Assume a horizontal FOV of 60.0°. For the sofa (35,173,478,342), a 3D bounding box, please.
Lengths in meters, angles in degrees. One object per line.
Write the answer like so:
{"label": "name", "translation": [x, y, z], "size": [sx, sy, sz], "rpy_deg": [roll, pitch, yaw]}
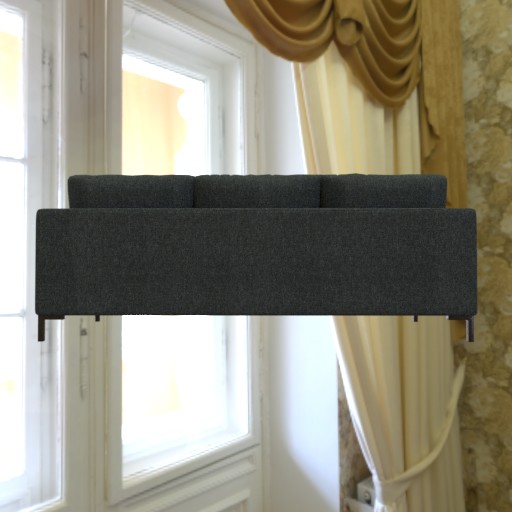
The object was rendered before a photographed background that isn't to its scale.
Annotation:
{"label": "sofa", "translation": [0.000, 0.000, 2.630], "size": [2.218, 0.874, 0.859], "rpy_deg": [0, -1, 0]}
